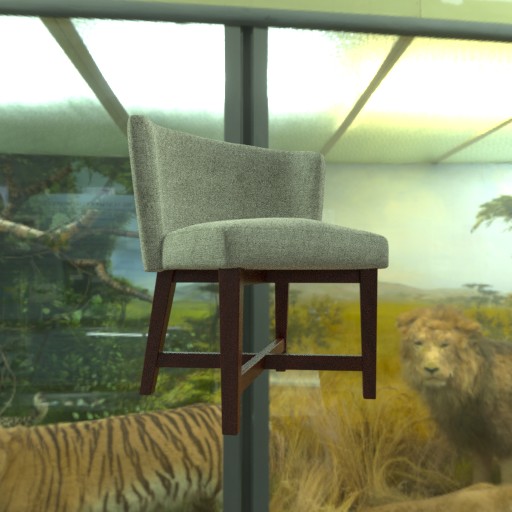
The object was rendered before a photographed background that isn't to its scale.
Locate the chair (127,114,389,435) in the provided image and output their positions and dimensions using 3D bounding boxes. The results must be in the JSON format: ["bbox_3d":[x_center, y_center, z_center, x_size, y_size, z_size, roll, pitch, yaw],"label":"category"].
[{"bbox_3d":[0.000,0.000,1.333,0.728,0.827,0.575,1,-2,-36],"label":"chair"}]
